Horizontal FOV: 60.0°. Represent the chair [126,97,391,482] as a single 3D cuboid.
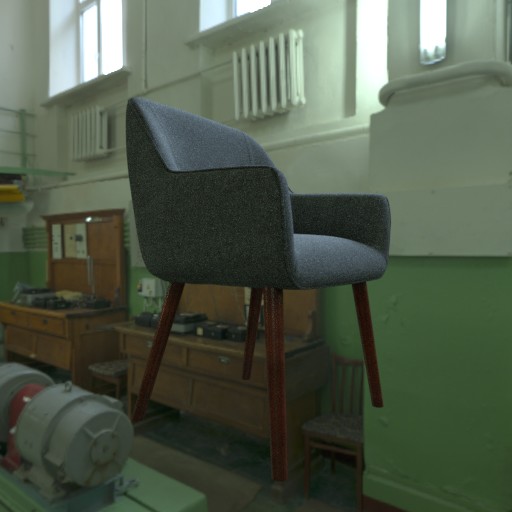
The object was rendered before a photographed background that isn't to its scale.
[{"bbox_3d":[0.000,0.000,1.134,0.519,0.803,0.543,1,1,37],"label":"chair"}]
